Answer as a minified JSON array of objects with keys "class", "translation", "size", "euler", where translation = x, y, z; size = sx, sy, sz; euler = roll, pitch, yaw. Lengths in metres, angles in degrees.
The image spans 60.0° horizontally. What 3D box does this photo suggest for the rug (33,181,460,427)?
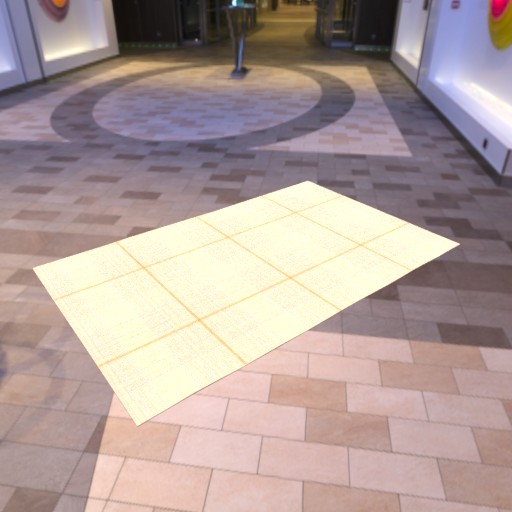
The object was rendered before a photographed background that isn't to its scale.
[{"class":"rug","translation":[0.000,0.000,2.972],"size":[2.442,0.016,1.527],"euler":[-22,37,-32]}]
